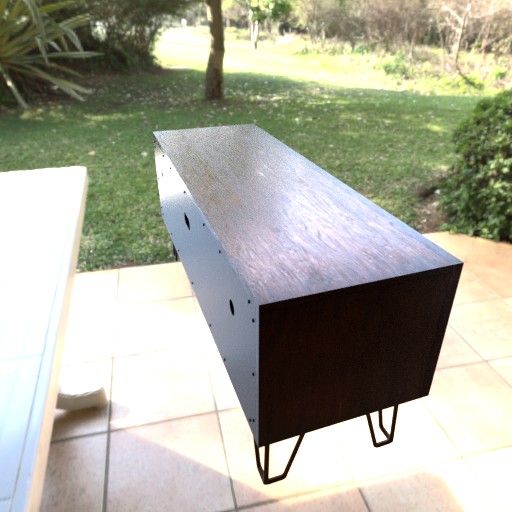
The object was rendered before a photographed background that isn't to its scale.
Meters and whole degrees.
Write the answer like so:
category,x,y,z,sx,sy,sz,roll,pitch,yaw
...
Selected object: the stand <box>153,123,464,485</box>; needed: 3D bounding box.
category,x,y,z,sx,sy,sz,roll,pitch,yaw
stand,0.000,0.000,1.597,0.481,0.610,1.372,-10,31,-17
